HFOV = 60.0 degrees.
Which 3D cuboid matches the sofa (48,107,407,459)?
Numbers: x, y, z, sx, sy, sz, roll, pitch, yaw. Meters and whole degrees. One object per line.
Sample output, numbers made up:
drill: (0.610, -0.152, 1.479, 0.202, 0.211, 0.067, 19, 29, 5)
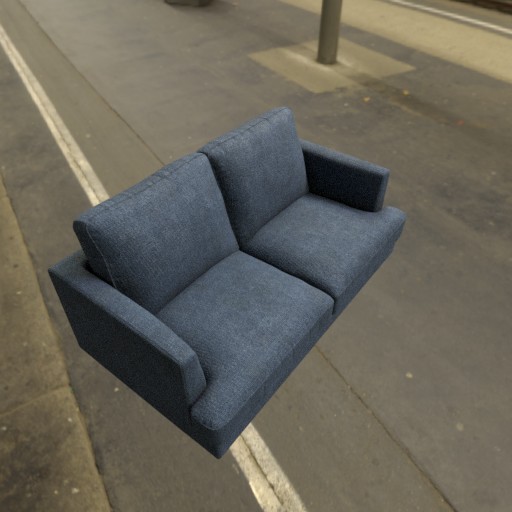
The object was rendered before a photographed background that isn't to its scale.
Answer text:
sofa: (0.000, 0.000, 2.141, 0.903, 0.944, 1.582, 27, 48, 27)
